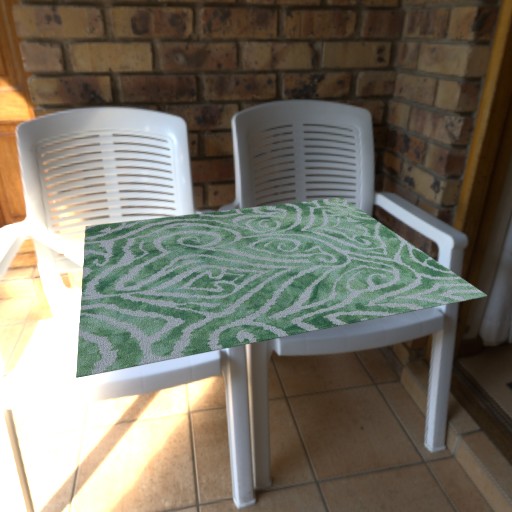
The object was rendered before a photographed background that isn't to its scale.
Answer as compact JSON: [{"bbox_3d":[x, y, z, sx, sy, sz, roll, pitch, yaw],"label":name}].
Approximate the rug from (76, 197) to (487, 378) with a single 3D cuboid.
[{"bbox_3d":[0.000,0.000,4.106,3.045,0.007,2.436,-8,28,-16],"label":"rug"}]
